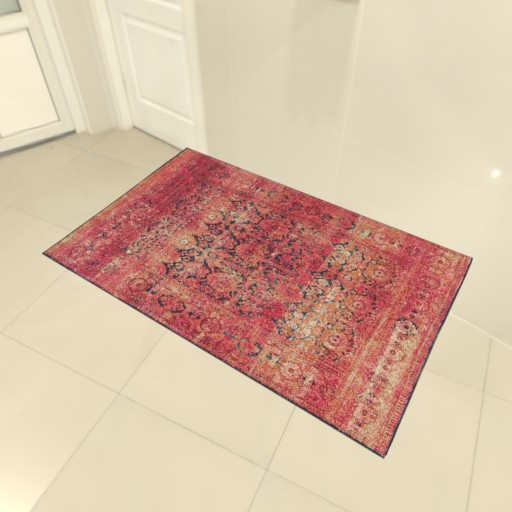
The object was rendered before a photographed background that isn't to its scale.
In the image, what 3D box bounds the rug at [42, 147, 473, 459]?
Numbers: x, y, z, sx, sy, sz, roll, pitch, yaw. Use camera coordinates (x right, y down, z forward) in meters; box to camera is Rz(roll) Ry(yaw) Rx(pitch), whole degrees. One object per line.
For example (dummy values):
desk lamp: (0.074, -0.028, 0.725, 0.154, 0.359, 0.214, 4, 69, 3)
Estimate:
rug: (0.000, 0.000, 2.960, 2.449, 0.018, 1.539, 25, 51, 22)
